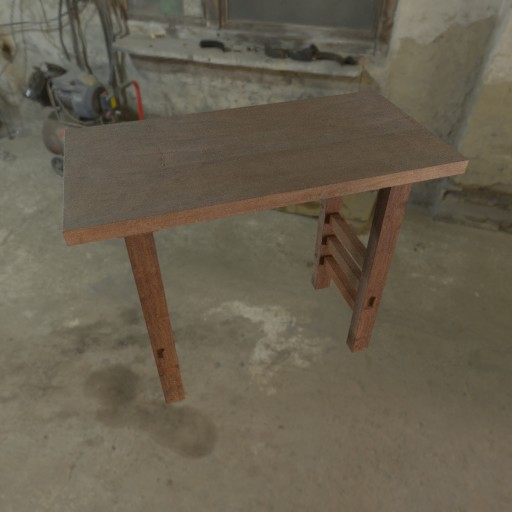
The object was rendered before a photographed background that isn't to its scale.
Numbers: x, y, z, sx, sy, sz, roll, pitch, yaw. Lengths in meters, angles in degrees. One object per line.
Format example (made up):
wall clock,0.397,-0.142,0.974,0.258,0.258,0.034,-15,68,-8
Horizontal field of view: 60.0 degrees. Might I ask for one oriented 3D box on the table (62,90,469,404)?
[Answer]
table,0.000,0.000,1.657,1.119,0.914,0.556,-12,43,-13
